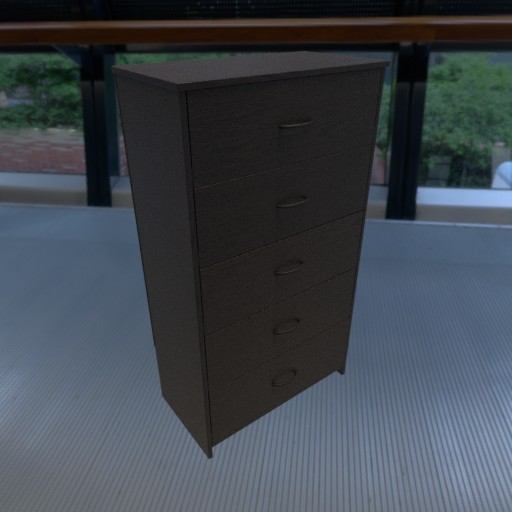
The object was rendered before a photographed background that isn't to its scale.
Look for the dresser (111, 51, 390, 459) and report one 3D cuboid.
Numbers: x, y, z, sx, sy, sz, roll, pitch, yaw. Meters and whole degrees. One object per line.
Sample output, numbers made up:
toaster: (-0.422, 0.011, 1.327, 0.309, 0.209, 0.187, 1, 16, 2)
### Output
dresser: (0.000, 0.000, 1.561, 0.704, 1.254, 0.418, -21, 36, -32)
